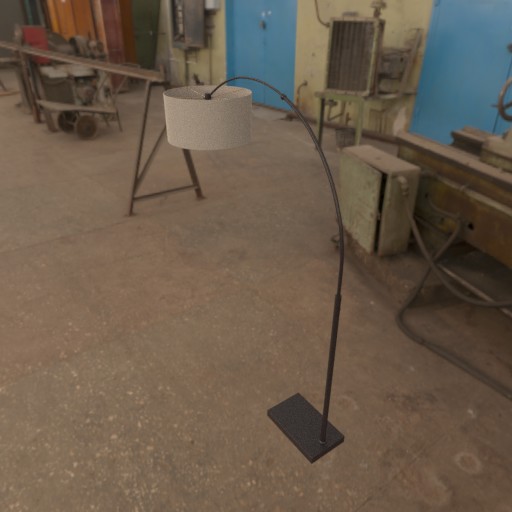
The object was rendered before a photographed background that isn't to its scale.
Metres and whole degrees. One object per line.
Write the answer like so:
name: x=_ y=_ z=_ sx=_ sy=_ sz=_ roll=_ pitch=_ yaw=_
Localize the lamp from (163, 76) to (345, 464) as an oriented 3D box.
lamp: x=0.000 y=0.000 z=2.567 sx=0.493 sy=1.927 sz=1.424 roll=-19 pitch=34 yaw=-30
